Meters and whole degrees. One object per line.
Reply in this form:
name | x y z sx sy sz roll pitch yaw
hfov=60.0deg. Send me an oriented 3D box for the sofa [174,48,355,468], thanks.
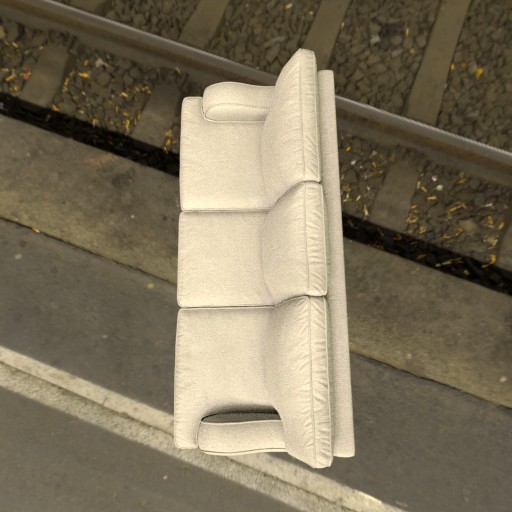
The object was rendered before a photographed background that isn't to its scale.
sofa | 0.000 0.000 2.823 1.016 0.991 2.323 -1 78 0
